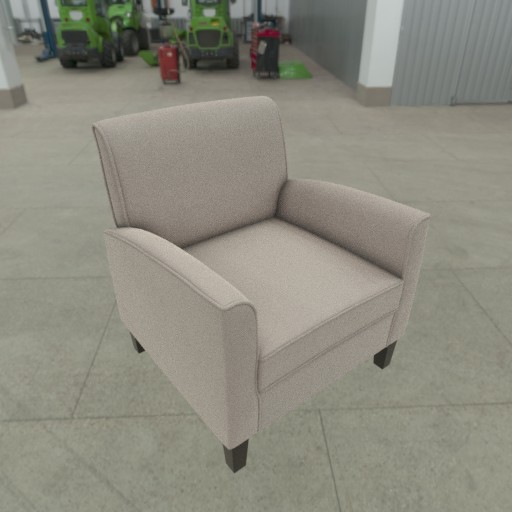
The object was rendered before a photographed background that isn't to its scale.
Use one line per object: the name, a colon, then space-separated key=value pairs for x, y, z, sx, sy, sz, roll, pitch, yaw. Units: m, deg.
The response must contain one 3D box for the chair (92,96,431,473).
chair: x=0.000 y=0.000 z=1.563 sx=0.820 sy=0.915 sz=0.820 roll=-22 pitch=37 yaw=-32
